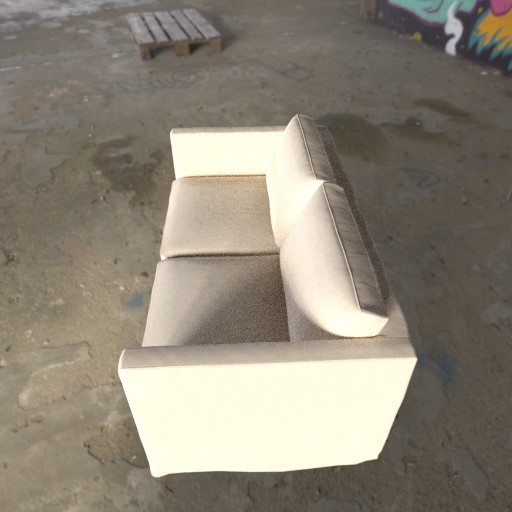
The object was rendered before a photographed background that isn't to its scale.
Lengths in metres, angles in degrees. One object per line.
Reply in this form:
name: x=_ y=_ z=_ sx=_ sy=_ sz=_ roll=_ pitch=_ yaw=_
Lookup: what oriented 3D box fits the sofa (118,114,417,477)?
sofa: x=0.000 y=0.000 z=2.197 sx=0.962 sy=0.834 sz=1.746 roll=-2 pitch=41 yaw=-2
